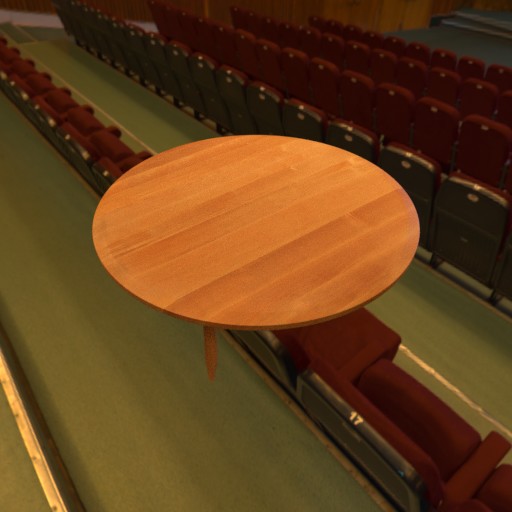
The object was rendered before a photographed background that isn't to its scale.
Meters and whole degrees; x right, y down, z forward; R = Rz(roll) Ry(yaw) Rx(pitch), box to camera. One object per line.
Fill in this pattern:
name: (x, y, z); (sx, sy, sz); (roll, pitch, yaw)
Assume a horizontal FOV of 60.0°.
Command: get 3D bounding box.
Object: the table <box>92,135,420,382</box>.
table: (0.000, 0.000, 1.391); (0.900, 0.400, 0.900); (0, 40, 0)
